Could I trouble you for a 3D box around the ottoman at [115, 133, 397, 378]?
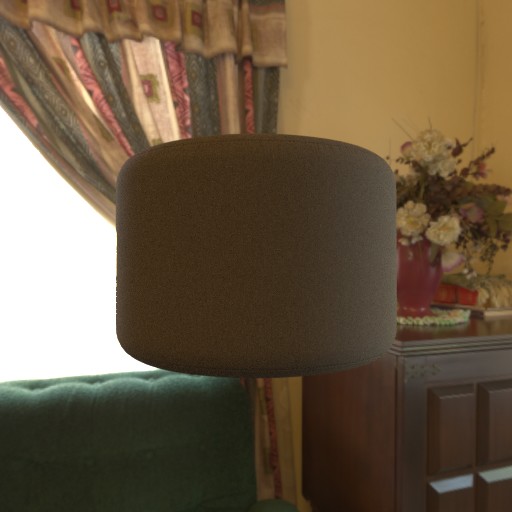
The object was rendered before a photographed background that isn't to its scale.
[{"bbox_3d":[0.000,0.000,1.006,0.608,0.433,0.608,0,-1,0],"label":"ottoman"}]
